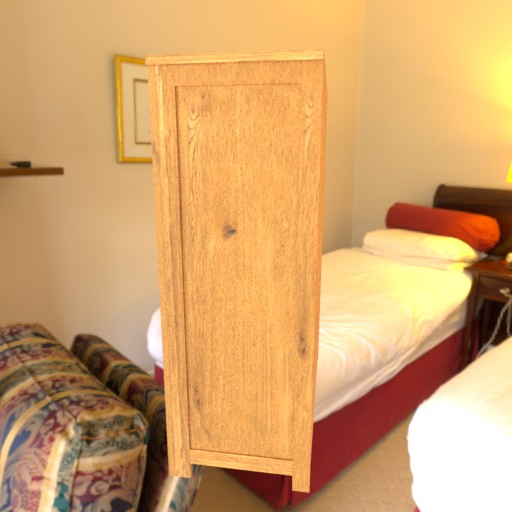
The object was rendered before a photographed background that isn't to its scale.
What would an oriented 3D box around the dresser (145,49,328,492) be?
[{"bbox_3d":[0.000,0.000,1.930,0.558,1.431,1.081,2,14,9],"label":"dresser"}]
